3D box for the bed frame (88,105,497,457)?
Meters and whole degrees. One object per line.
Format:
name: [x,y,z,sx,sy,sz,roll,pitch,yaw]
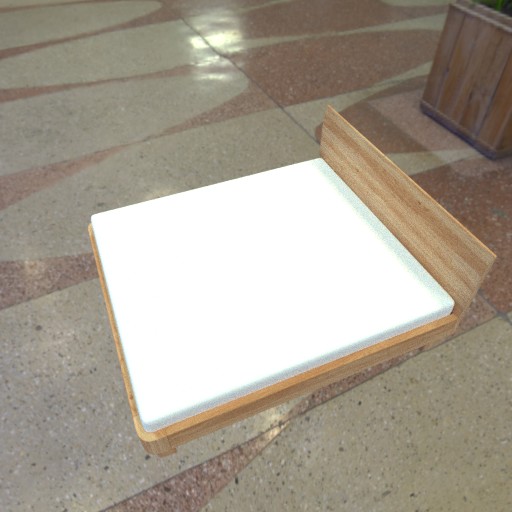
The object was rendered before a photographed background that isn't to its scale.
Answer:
bed frame: [0.000,0.000,3.089,2.092,0.940,1.872,-17,48,-16]
